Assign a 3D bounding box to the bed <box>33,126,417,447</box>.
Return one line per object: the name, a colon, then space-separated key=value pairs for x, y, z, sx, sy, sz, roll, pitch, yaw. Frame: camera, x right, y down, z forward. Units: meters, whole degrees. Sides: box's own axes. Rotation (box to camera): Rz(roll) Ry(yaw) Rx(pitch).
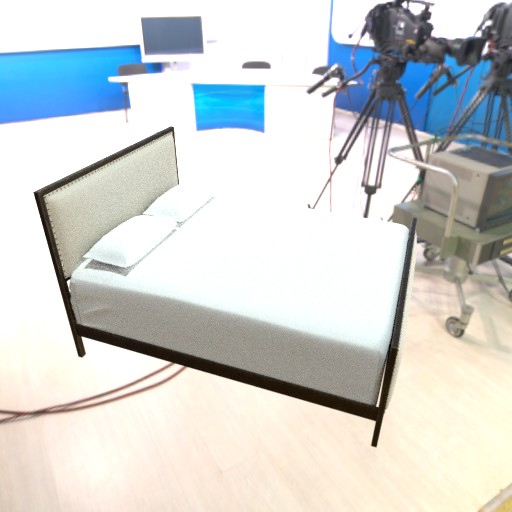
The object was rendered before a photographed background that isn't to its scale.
bed: x=0.000 y=0.000 z=3.269 sx=2.221 sy=1.313 sz=1.607 roll=11 pitch=32 yaw=18
